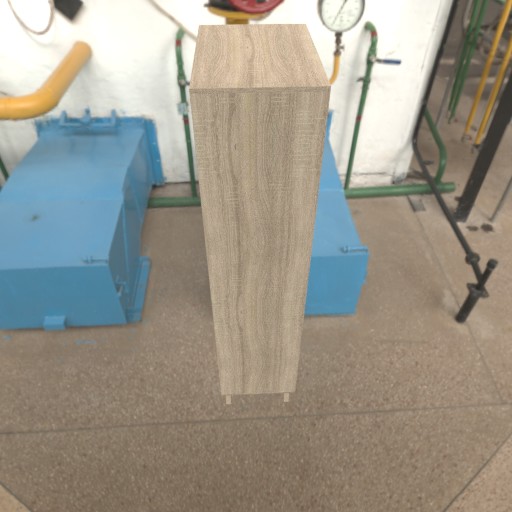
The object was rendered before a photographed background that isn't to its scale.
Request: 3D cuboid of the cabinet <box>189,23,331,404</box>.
[{"bbox_3d":[0.000,0.000,2.089,0.400,1.850,0.570,-2,44,-2],"label":"cabinet"}]
